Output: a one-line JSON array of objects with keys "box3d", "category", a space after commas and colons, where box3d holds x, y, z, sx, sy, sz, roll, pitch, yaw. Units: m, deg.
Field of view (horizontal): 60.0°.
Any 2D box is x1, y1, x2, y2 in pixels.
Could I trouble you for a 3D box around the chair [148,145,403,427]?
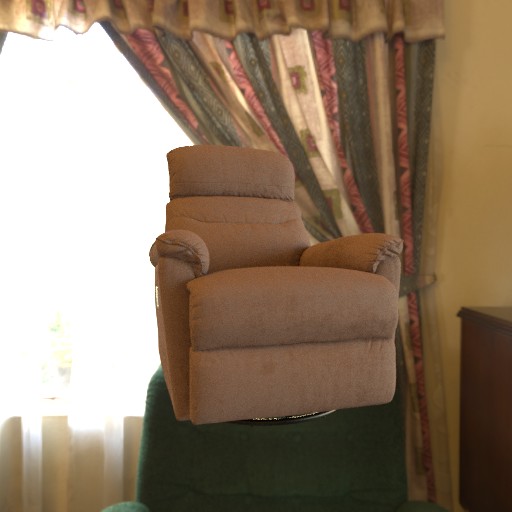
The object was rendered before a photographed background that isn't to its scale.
[{"box3d": [0.000, 0.000, 1.731, 0.820, 1.037, 1.004, 0, 1, -17], "category": "chair"}]
